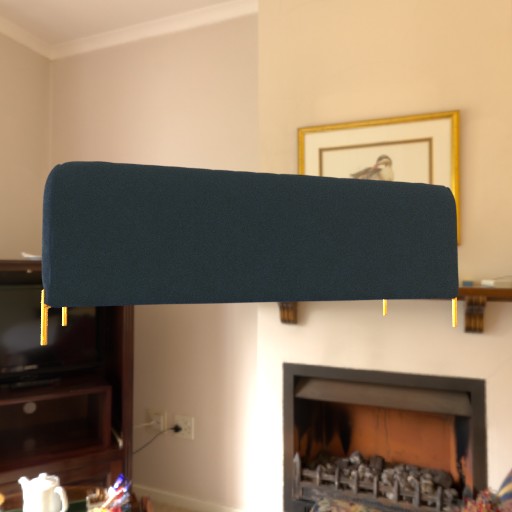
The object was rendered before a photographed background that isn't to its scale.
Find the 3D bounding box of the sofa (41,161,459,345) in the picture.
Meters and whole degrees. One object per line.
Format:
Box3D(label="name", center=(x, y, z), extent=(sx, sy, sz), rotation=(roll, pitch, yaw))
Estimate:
Box3D(label="sofa", center=(0.000, 0.000, 2.541), extent=(2.136, 0.793, 0.896), rotation=(1, -2, -17))
